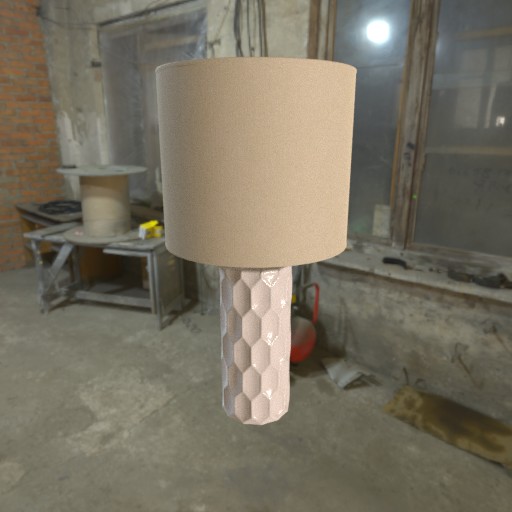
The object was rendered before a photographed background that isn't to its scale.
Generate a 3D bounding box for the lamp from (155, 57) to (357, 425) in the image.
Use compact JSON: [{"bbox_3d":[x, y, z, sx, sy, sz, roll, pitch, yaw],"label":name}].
[{"bbox_3d":[0.000,0.000,0.696,0.277,0.537,0.277,2,16,6],"label":"lamp"}]
